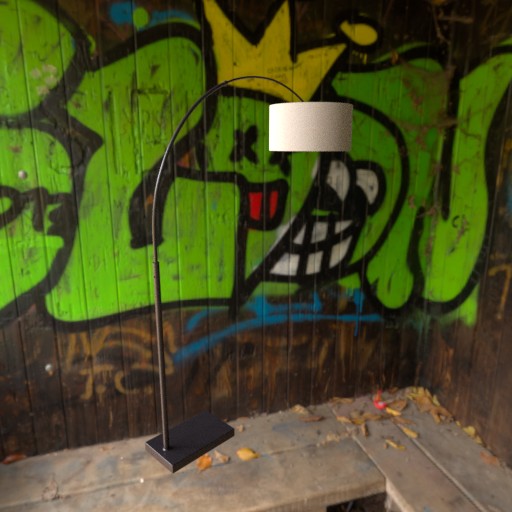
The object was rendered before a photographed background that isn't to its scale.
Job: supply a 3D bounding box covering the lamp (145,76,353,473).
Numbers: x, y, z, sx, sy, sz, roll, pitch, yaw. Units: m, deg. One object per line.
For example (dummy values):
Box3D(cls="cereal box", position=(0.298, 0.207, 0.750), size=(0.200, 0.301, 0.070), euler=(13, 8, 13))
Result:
Box3D(cls="lamp", position=(0.000, 0.000, 2.534), size=(0.493, 1.927, 1.424), euler=(14, 20, 43))
